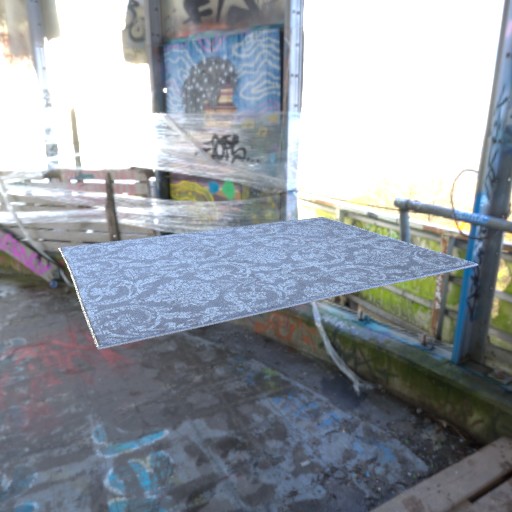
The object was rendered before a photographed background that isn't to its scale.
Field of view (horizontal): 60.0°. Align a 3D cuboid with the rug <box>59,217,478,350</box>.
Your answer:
[{"bbox_3d":[0.000,0.000,2.846,2.206,0.014,1.578,-9,19,-27],"label":"rug"}]
